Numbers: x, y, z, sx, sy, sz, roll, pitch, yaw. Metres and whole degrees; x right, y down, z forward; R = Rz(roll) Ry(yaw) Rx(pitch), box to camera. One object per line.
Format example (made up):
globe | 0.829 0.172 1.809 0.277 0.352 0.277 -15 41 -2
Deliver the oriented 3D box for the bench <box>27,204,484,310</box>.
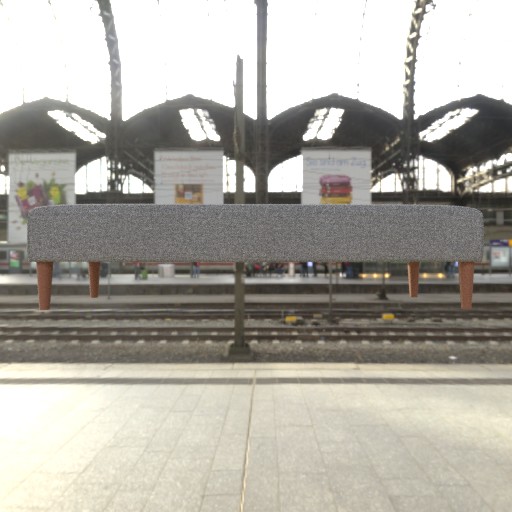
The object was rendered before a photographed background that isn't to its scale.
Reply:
bench | 0.000 0.000 1.832 1.598 0.384 0.631 0 -1 -1
